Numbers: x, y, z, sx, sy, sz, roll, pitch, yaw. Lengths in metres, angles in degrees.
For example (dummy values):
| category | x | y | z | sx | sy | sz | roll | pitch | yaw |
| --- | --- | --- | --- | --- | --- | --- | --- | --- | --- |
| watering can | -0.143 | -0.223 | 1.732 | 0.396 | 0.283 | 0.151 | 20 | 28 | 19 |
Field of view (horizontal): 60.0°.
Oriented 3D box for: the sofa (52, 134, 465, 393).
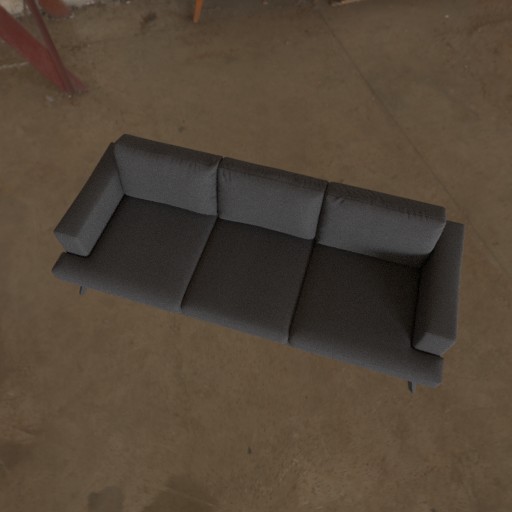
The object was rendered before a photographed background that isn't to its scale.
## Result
| category | x | y | z | sx | sy | sz | roll | pitch | yaw |
| --- | --- | --- | --- | --- | --- | --- | --- | --- | --- |
| sofa | 0.000 | 0.000 | 2.687 | 2.310 | 0.810 | 0.920 | 15 | 60 | 9 |
